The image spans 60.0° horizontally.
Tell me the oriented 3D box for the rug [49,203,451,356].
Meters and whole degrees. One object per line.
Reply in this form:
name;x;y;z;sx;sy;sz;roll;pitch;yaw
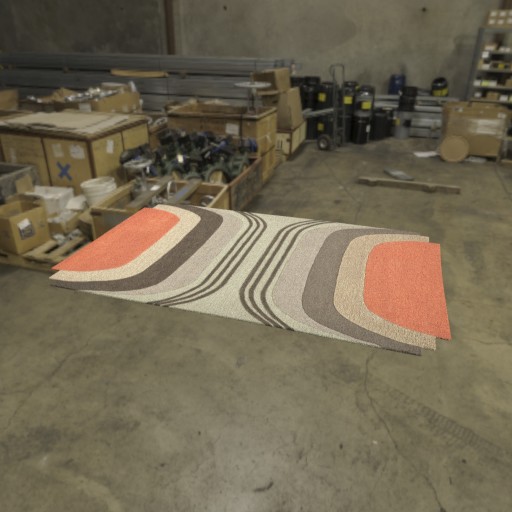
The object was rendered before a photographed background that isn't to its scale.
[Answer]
rug;0.000;0.000;3.066;2.446;0.017;1.530;8;28;16
